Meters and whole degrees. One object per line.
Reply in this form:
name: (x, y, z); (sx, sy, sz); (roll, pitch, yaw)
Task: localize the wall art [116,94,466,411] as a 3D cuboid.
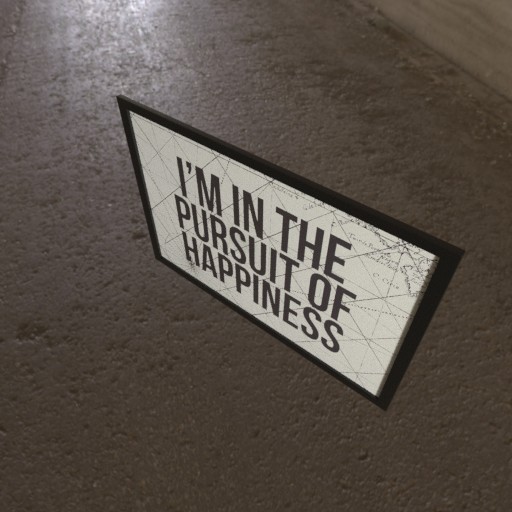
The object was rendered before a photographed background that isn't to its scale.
wall art: (0.000, 0.000, 1.056); (0.819, 0.552, 0.015); (30, 54, 25)
